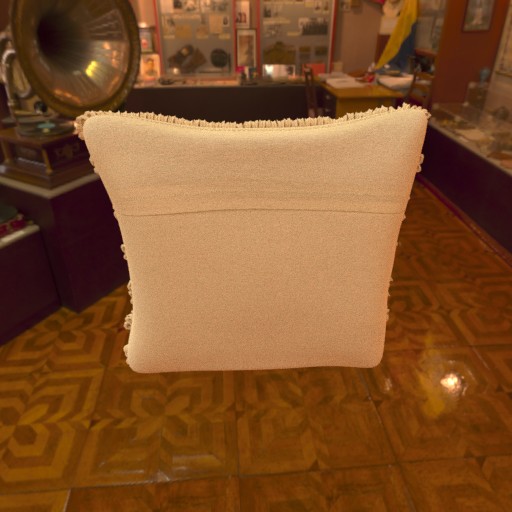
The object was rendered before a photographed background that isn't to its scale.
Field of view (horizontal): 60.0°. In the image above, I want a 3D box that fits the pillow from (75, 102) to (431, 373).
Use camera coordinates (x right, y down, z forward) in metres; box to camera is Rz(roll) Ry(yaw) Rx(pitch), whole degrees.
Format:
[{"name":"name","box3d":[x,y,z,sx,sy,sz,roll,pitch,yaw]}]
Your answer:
[{"name":"pillow","box3d":[0.000,0.000,0.649,0.437,0.427,0.145,-1,31,-2]}]
